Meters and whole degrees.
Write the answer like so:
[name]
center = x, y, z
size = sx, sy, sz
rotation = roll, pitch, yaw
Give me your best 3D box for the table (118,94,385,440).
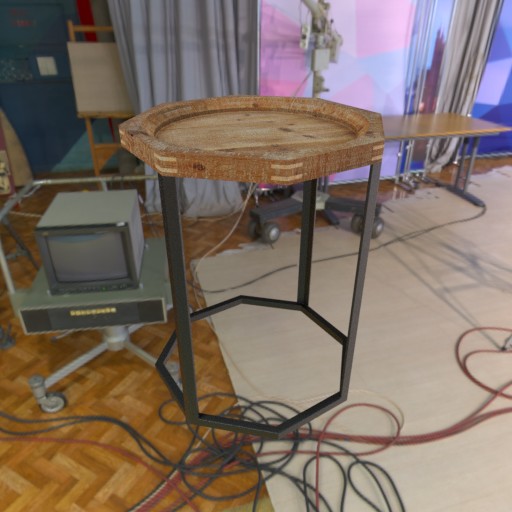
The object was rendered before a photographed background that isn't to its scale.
[table]
center = 0.000, 0.000, 0.897
size = 0.458, 0.543, 0.458
rotation = 19, 35, 29
